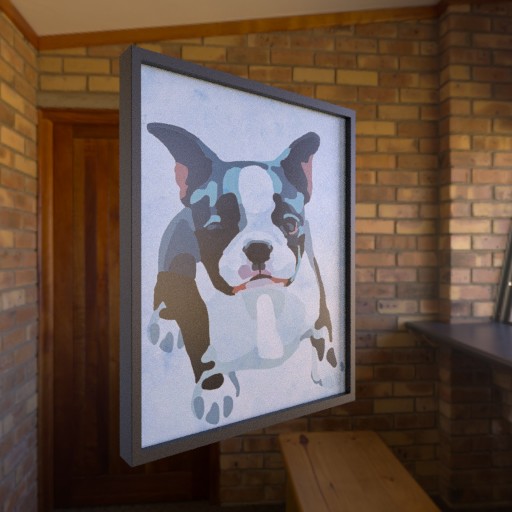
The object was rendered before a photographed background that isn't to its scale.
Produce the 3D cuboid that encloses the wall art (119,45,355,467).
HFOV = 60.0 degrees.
[{"bbox_3d":[0.000,0.000,0.487,0.294,0.369,0.030,0,0,-37],"label":"wall art"}]
